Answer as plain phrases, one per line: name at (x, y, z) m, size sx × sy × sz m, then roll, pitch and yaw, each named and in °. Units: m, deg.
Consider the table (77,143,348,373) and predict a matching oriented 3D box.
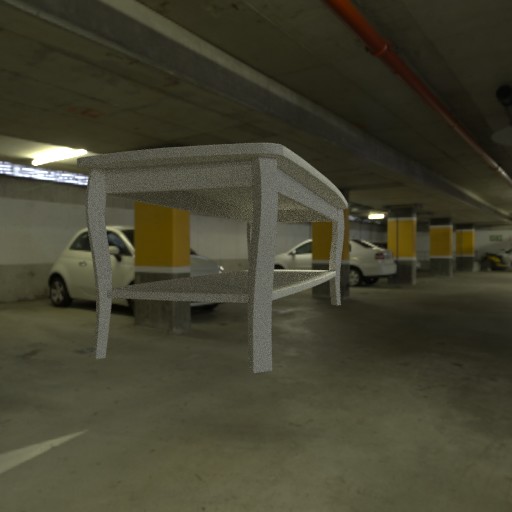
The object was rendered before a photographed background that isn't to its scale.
table at (0.000, 0.000, 1.582) m, size 0.561 × 0.474 × 1.334 m, roll 0°, pitch 1°, yaw 18°
